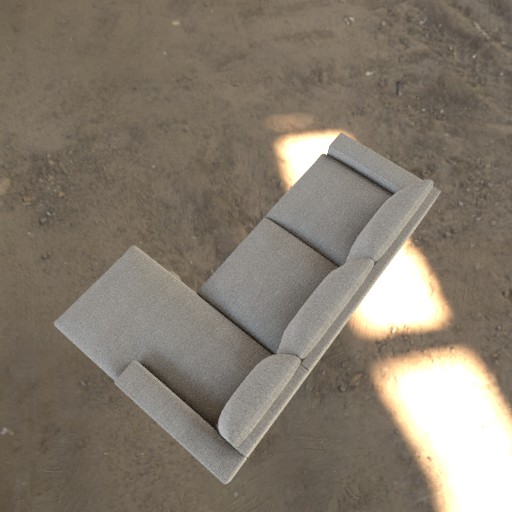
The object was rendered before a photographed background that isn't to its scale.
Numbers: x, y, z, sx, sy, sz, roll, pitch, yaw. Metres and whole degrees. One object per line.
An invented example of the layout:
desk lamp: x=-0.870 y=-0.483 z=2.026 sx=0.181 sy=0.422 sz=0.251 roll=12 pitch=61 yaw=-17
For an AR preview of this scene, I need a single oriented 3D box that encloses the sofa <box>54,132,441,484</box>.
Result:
sofa: x=0.000 y=0.000 z=3.459 sx=1.689 sy=0.813 sz=2.718 roll=36 pitch=70 yaw=15
